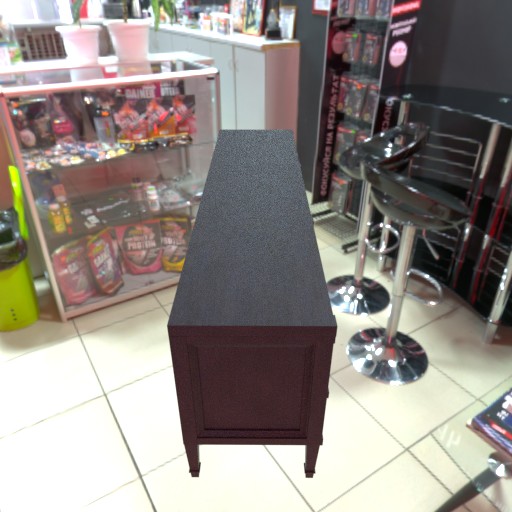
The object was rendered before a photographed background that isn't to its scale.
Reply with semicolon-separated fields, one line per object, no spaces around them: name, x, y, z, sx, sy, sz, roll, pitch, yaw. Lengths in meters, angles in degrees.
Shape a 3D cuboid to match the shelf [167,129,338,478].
shelf;0.000;0.000;2.187;0.471;0.715;1.878;0;32;0
